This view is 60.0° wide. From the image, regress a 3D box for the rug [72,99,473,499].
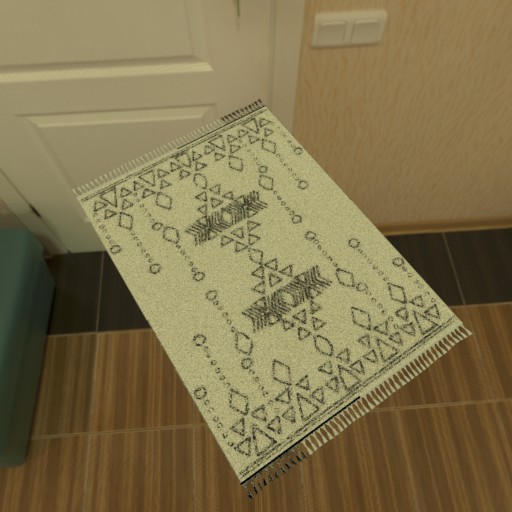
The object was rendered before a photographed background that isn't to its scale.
[{"bbox_3d":[0.000,0.000,2.905,1.600,0.013,2.312,-31,67,-14],"label":"rug"}]
